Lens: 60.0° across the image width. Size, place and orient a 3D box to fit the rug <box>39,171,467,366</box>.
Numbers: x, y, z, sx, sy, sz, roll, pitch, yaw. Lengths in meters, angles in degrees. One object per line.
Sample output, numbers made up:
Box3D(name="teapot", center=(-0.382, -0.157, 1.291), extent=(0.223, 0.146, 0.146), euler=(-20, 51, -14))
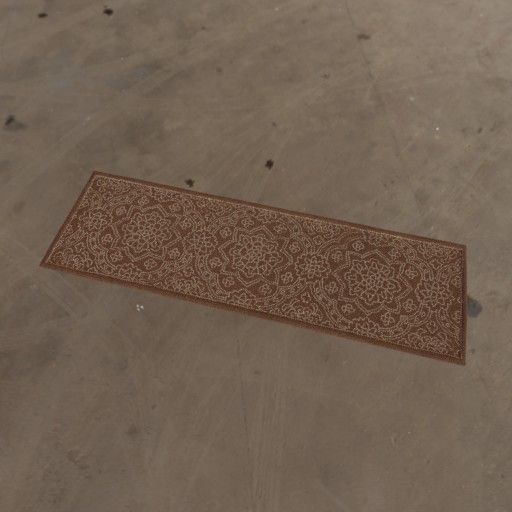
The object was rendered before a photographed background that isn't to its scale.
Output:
Box3D(name="rug", center=(0.000, 0.000, 2.644), extent=(2.448, 0.012, 0.769), euler=(12, 60, 7))
